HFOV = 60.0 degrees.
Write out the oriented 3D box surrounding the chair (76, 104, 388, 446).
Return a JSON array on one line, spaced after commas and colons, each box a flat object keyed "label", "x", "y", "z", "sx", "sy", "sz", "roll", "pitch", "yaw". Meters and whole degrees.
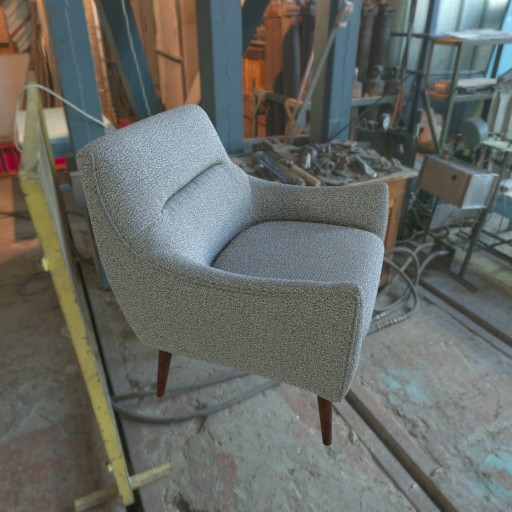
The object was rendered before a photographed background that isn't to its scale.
[{"label": "chair", "x": 0.000, "y": 0.000, "z": 1.444, "sx": 0.787, "sy": 0.838, "sz": 0.762, "roll": 10, "pitch": 31, "yaw": 17}]
